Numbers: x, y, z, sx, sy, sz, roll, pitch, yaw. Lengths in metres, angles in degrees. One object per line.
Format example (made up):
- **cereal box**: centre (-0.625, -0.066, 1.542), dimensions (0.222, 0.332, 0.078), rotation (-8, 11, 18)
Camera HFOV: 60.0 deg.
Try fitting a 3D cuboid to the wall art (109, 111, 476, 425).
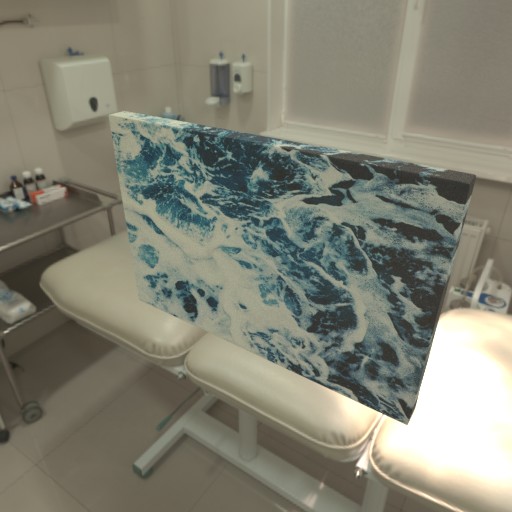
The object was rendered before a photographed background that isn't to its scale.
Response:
- **wall art**: centre (0.000, 0.000, 0.762), dimensions (0.609, 0.407, 0.043), rotation (19, 35, 29)
